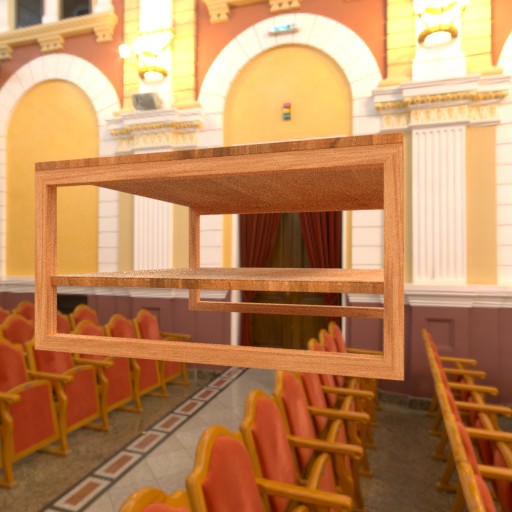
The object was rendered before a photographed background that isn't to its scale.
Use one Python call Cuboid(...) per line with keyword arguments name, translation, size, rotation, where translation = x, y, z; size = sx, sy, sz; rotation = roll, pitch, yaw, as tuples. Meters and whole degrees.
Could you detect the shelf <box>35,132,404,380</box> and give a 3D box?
Cuboid(name="shelf", translation=(0.000, 0.000, 1.422), size=(0.899, 0.480, 0.899), rotation=(0, 0, 18))
